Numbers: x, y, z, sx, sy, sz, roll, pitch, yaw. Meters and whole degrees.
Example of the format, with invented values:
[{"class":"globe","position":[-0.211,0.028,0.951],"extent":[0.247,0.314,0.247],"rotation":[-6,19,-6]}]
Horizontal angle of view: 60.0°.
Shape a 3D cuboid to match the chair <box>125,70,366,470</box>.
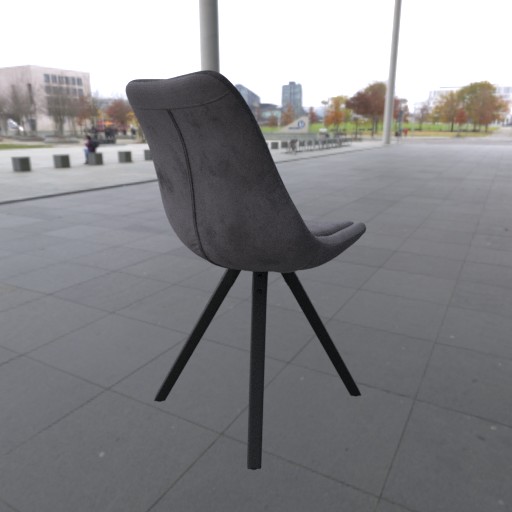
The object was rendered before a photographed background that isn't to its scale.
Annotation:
[{"class":"chair","position":[0.000,0.000,1.170],"extent":[0.485,0.850,0.550],"rotation":[15,22,42]}]
